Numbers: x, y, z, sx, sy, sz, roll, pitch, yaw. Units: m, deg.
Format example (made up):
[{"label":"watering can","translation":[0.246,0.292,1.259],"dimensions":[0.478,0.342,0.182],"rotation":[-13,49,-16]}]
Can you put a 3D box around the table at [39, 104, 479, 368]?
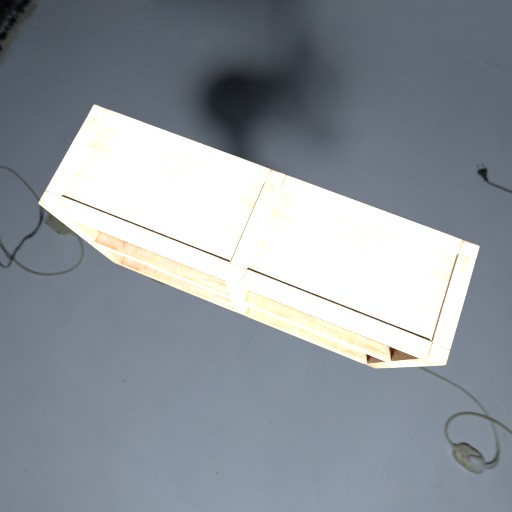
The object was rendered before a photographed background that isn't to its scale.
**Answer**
[{"label":"table","translation":[0.000,0.000,1.727],"dimensions":[1.320,0.762,0.381],"rotation":[21,76,6]}]
